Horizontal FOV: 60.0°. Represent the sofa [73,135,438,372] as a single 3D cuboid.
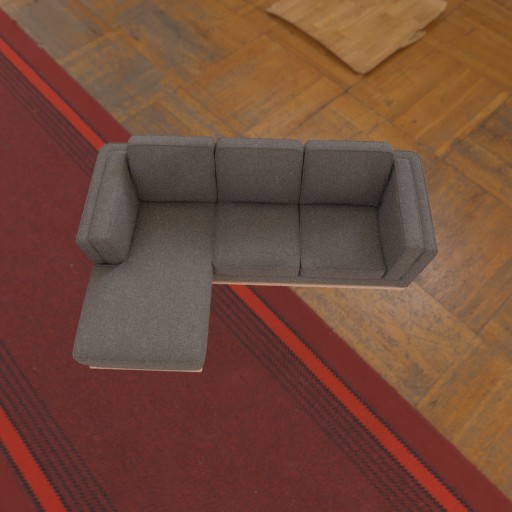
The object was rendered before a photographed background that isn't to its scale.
[{"bbox_3d":[0.000,0.000,3.196,2.411,0.929,1.604,2,62,1],"label":"sofa"}]
